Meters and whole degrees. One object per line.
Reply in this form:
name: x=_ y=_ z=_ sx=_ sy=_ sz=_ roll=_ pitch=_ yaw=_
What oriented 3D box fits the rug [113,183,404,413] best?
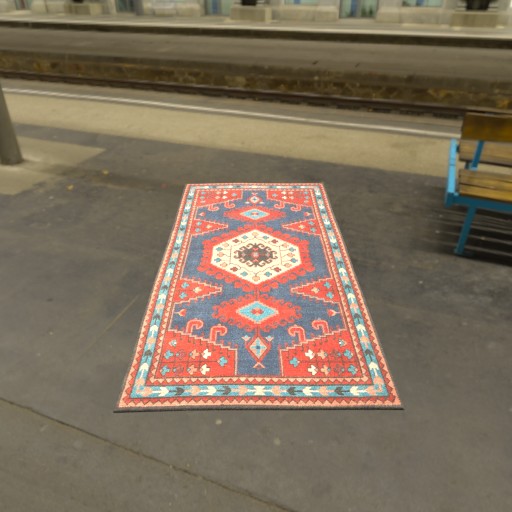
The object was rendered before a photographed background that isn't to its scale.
rug: x=0.000 y=0.000 z=3.589 sx=1.522 sy=0.034 sz=3.032 roll=0 pitch=32 yaw=-1
